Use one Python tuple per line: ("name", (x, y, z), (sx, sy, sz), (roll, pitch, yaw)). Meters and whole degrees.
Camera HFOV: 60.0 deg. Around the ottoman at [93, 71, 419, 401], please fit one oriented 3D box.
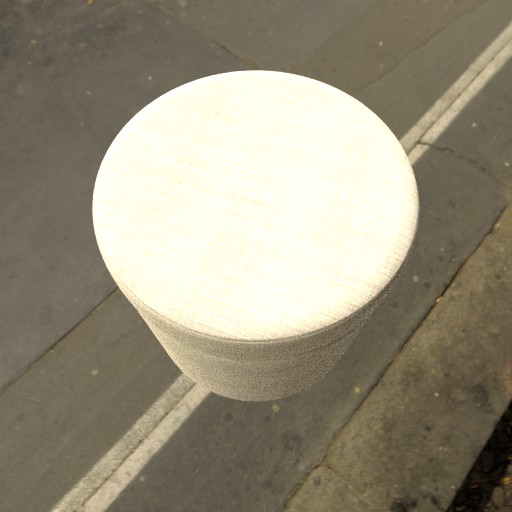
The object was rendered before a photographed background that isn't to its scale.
("ottoman", (0.000, 0.000, 0.713), (0.400, 0.406, 0.400), (0, 63, 0))
